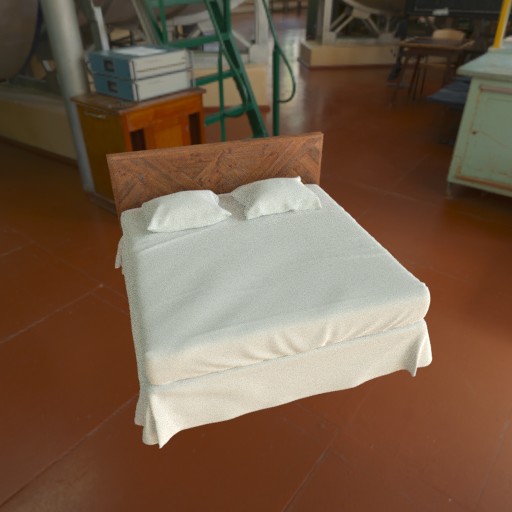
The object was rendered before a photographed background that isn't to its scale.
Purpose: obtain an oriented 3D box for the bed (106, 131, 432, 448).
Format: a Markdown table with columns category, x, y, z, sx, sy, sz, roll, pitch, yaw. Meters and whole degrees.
| category | x | y | z | sx | sy | sz | roll | pitch | yaw |
| --- | --- | --- | --- | --- | --- | --- | --- | --- | --- |
| bed | 0.000 | 0.000 | 3.535 | 2.255 | 1.158 | 2.165 | -10 | 35 | -15 |
